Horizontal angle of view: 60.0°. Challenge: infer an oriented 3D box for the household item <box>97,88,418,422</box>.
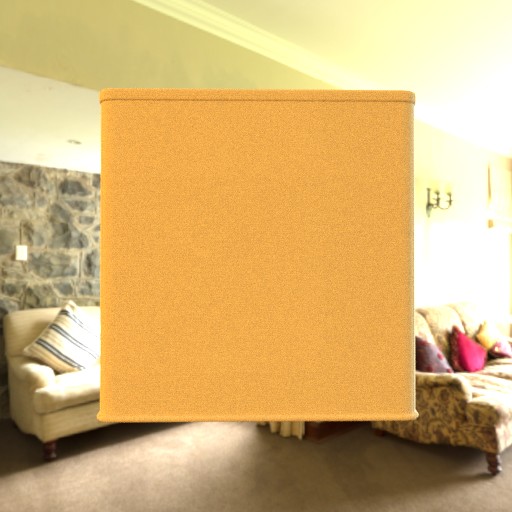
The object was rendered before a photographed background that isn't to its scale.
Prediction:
[{"bbox_3d":[0.000,0.000,0.557,0.305,0.305,0.305,0,0,-1],"label":"household item"}]
